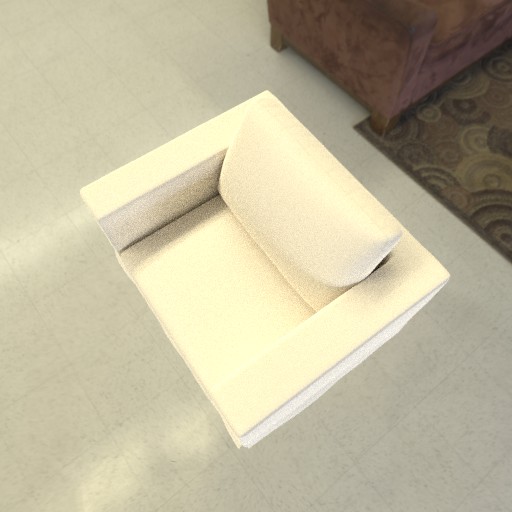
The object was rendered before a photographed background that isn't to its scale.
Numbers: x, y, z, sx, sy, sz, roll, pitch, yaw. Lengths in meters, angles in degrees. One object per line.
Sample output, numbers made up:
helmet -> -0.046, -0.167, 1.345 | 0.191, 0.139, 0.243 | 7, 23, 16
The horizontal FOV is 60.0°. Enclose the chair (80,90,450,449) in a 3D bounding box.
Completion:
chair -> 0.000, 0.000, 1.837 | 0.957, 0.878, 1.150 | -33, 68, -15
